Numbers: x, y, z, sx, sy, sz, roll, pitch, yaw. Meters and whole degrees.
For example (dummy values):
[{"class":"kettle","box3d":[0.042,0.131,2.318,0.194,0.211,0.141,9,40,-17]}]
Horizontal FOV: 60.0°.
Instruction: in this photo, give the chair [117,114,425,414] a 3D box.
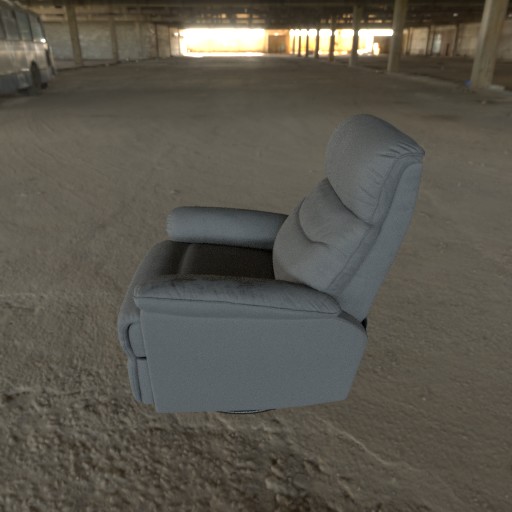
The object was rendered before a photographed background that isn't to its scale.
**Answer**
[{"class":"chair","box3d":[0.000,0.000,1.749,1.004,1.037,0.820,0,26,-1]}]
